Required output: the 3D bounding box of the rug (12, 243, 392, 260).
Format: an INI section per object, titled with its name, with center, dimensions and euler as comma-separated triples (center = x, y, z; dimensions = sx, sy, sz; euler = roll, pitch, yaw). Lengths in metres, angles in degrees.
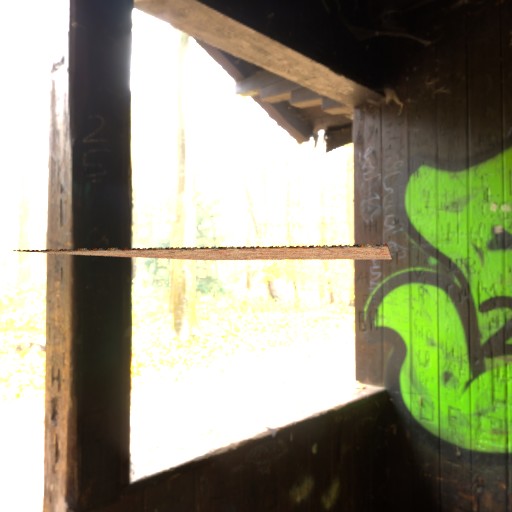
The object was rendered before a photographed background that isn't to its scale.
[rug]
center = 0.000, 0.000, 4.194
dimensions = 2.439, 0.015, 3.274
euler = -1, -2, 17
